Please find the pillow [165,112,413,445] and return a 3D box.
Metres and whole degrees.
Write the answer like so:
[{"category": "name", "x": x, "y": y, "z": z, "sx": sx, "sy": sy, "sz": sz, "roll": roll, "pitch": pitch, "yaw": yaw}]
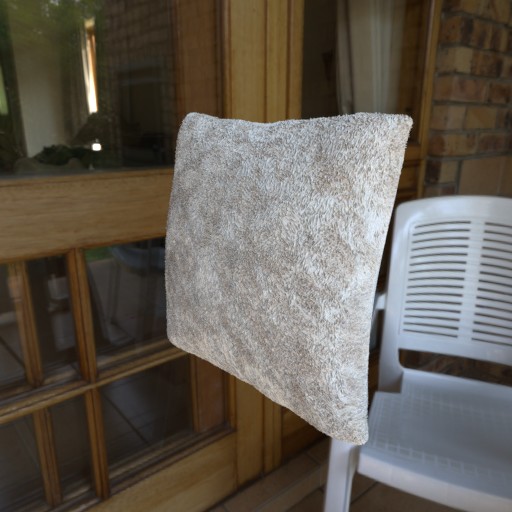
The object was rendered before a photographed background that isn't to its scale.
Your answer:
[{"category": "pillow", "x": 0.000, "y": 0.000, "z": 0.818, "sx": 0.529, "sy": 0.515, "sz": 0.218, "roll": 16, "pitch": 23, "yaw": 43}]
